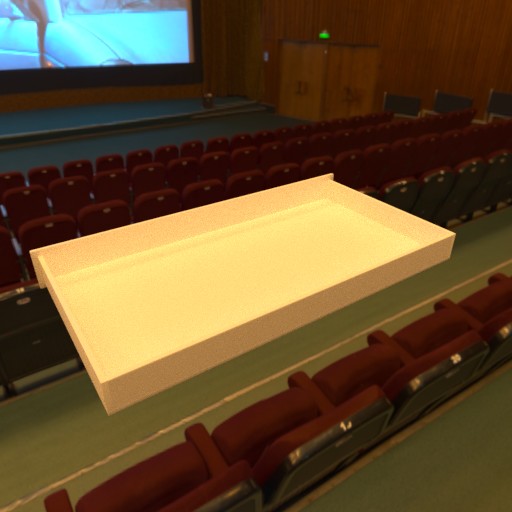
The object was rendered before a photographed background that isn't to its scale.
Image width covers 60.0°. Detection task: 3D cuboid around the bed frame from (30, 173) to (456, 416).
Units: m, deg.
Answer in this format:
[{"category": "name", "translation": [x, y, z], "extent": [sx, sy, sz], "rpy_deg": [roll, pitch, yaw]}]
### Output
[{"category": "bed frame", "translation": [0.000, 0.000, 1.529], "extent": [1.300, 0.141, 0.670], "rpy_deg": [-19, 35, -29]}]
